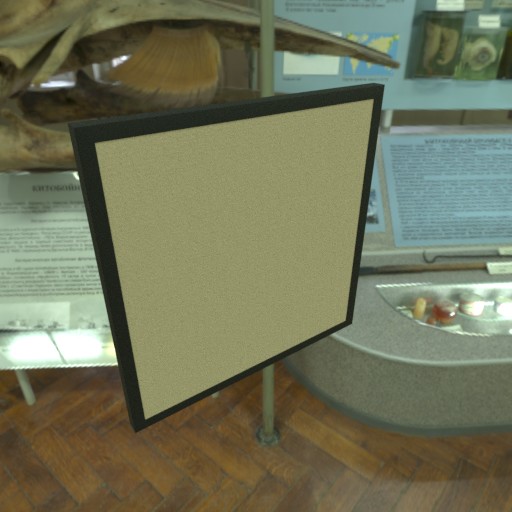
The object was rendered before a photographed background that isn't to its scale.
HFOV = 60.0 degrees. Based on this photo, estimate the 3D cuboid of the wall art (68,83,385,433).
[{"bbox_3d":[0.000,0.000,0.451,0.306,0.304,0.015,-19,35,-30],"label":"wall art"}]
